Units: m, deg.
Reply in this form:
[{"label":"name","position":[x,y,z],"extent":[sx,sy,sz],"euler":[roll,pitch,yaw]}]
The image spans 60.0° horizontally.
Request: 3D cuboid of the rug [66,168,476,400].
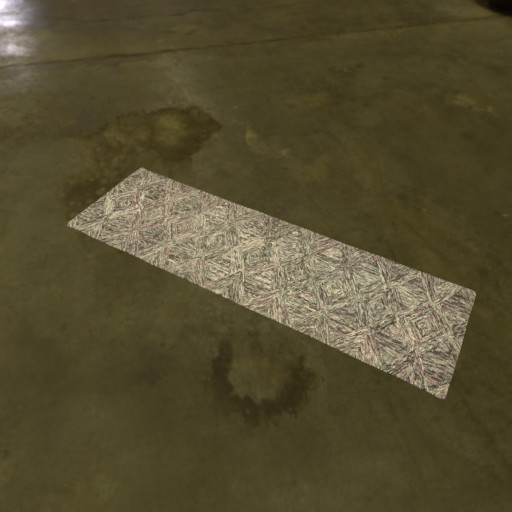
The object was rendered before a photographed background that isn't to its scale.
[{"label":"rug","position":[0.000,0.000,2.542],"extent":[2.305,0.013,0.719],"euler":[22,50,20]}]
